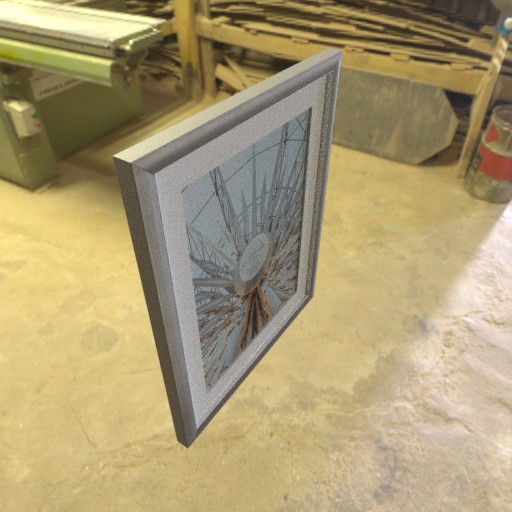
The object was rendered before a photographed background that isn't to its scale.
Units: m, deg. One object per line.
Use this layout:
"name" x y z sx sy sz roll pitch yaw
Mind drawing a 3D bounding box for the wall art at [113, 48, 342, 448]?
"wall art" 0.000 0.000 0.752 0.029 0.558 0.458 24 45 26
